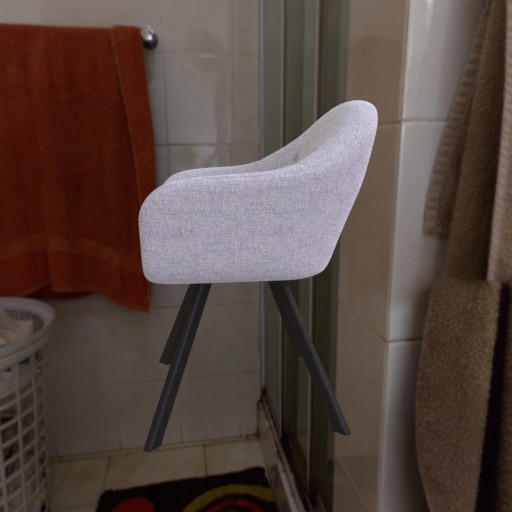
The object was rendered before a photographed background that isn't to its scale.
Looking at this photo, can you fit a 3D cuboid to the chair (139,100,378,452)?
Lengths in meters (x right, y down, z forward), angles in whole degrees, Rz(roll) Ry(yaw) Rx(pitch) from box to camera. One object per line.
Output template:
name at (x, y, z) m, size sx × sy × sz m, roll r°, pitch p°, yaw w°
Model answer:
chair at (0.000, 0.000, 1.165) m, size 0.570 × 0.780 × 0.540 m, roll -2°, pitch 13°, yaw -7°
